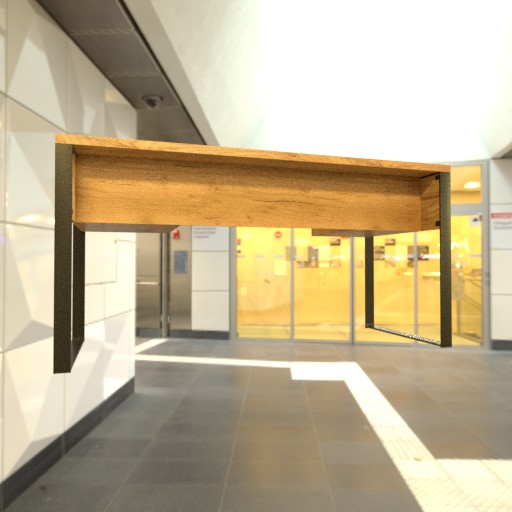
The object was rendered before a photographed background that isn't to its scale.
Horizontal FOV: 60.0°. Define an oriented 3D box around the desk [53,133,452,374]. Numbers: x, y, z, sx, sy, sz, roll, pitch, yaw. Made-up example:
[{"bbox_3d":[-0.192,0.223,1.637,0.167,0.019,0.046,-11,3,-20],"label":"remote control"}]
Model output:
[{"bbox_3d":[0.000,0.000,1.910,1.520,0.760,0.600,0,-1,-17],"label":"desk"}]
